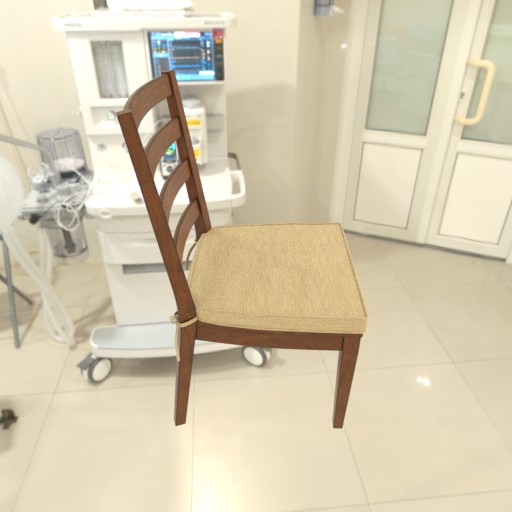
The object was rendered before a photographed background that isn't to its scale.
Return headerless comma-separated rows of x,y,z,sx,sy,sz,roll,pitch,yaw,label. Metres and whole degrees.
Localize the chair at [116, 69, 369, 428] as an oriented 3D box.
0.000,0.000,1.350,0.595,0.979,0.593,1,32,1,chair
